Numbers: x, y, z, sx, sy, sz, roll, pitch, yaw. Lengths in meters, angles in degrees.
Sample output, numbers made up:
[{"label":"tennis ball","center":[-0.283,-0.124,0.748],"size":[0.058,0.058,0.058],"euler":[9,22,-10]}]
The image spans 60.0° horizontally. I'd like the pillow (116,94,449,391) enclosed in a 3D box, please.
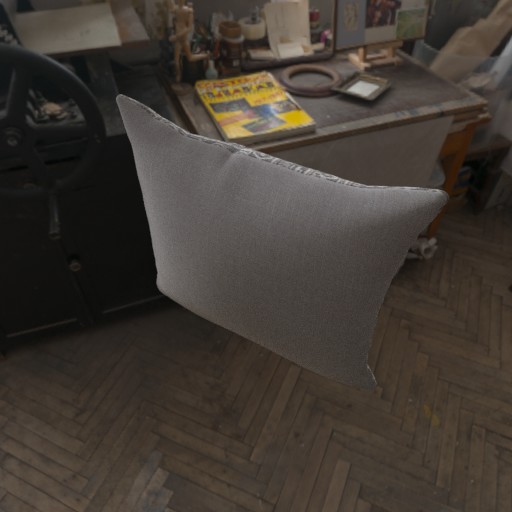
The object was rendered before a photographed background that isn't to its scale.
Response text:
[{"label":"pillow","center":[0.000,0.000,0.803],"size":[0.546,0.487,0.180],"euler":[22,49,21]}]
